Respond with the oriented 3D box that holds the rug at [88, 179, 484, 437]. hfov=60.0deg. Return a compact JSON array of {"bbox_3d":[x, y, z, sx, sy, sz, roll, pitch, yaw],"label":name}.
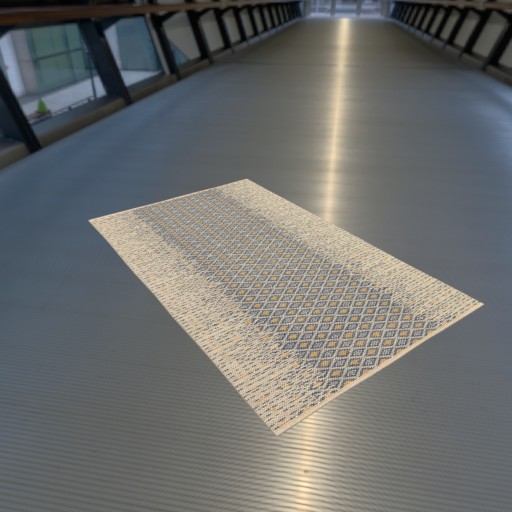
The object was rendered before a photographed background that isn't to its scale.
[{"bbox_3d":[0.000,0.000,3.066,1.541,0.008,2.448,-20,37,-30],"label":"rug"}]
